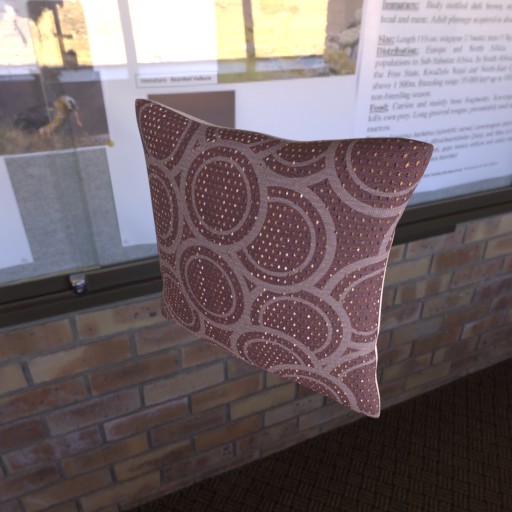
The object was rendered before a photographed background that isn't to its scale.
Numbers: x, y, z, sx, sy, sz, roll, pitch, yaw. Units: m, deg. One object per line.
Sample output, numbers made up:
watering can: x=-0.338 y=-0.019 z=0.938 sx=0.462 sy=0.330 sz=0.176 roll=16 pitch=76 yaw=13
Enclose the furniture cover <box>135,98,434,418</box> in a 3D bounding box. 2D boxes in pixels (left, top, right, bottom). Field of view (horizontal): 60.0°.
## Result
furniture cover: x=0.000 y=0.000 z=0.824 sx=0.552 sy=0.509 sz=0.193 roll=19 pitch=35 yaw=29
